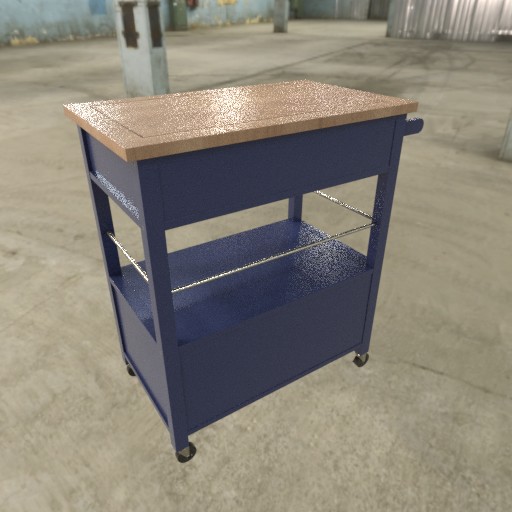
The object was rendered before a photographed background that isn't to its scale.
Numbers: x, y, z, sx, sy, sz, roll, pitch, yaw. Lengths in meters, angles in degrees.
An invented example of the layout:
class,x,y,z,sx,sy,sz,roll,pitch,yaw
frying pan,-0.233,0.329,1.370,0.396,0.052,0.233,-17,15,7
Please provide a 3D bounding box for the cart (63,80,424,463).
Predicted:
class,x,y,z,sx,sy,sz,roll,pitch,yaw
cart,0.000,0.000,1.348,0.840,0.901,0.459,-18,34,-29
